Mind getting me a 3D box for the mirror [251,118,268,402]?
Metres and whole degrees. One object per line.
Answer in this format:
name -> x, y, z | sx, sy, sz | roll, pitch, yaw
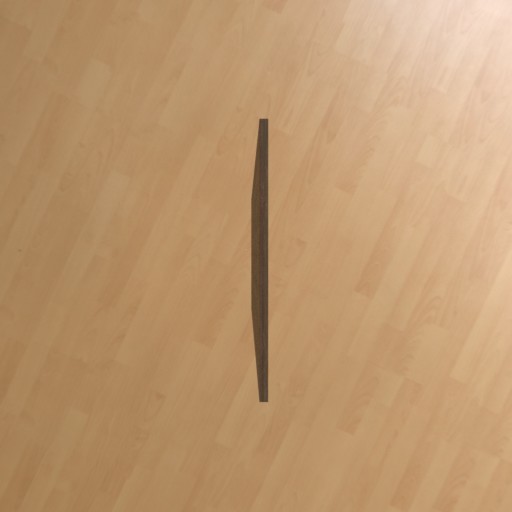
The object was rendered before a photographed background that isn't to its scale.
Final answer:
mirror -> 0.000, 0.000, 2.286 | 0.025, 2.032, 0.812 | 0, 91, -1
